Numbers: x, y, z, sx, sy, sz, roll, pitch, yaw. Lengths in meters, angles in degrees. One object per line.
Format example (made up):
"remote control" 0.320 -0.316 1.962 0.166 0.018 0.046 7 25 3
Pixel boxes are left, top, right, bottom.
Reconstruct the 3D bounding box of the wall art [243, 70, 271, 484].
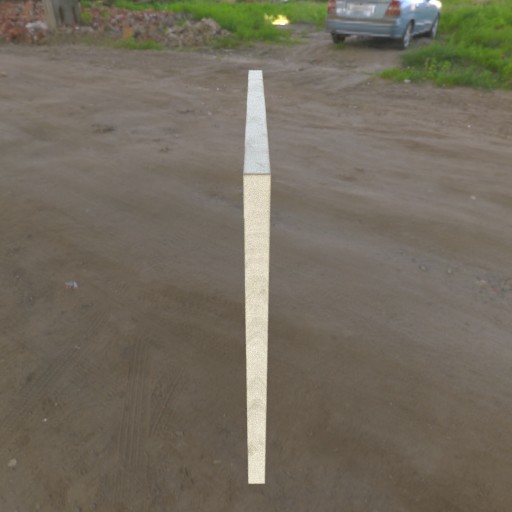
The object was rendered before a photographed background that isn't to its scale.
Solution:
"wall art" 0.000 0.000 1.135 0.038 0.757 0.760 0 33 0
